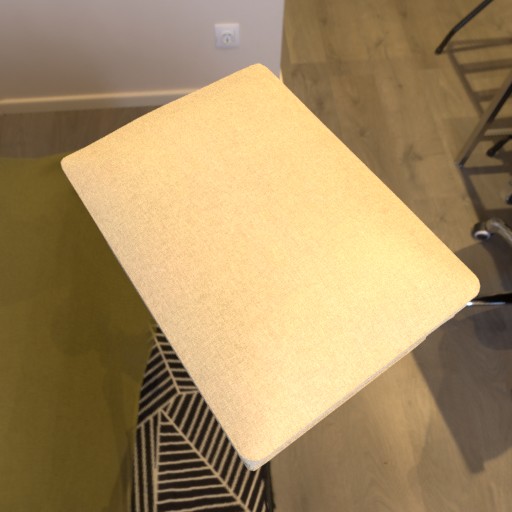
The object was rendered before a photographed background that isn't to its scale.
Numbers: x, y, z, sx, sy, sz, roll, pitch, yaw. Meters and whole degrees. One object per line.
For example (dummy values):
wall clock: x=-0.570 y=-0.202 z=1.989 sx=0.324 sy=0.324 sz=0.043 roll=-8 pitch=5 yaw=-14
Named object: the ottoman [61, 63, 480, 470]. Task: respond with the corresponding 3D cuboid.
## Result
ottoman: x=0.000 y=0.000 z=1.183 sx=0.619 sy=0.504 sz=0.843 roll=-32 pitch=68 yaw=-15
